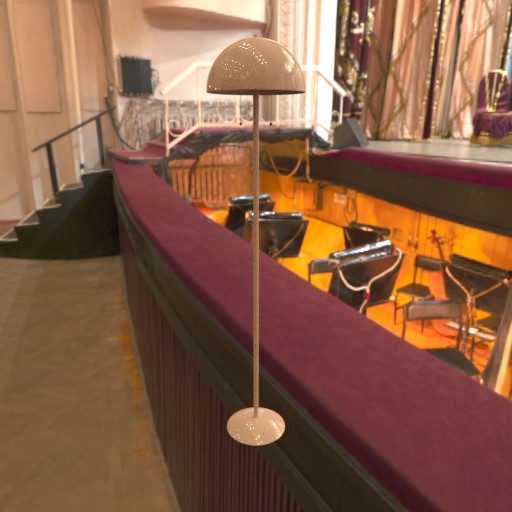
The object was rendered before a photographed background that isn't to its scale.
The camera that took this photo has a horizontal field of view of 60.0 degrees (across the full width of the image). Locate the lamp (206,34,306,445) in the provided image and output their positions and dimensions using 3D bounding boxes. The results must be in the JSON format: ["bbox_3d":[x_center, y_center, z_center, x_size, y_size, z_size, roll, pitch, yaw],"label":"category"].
[{"bbox_3d":[0.000,0.000,1.635,0.328,1.480,0.328,-9,19,-27],"label":"lamp"}]
